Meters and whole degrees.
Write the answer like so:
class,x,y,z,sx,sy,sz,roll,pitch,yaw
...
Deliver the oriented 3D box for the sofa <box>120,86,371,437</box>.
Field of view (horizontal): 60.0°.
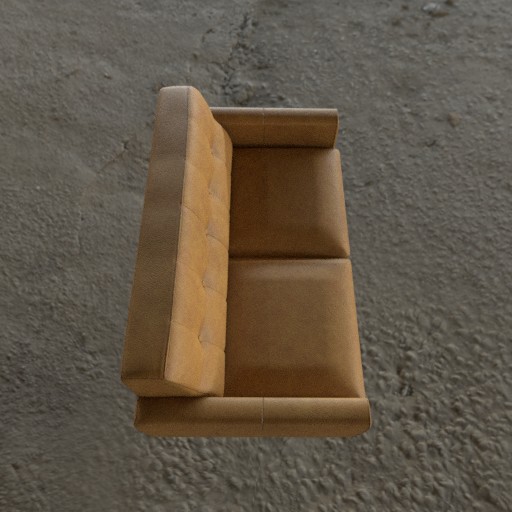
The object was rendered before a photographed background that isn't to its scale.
class,x,y,z,sx,sy,sz,roll,pitch,yaw
sofa,0.000,0.000,2.207,0.952,0.925,1.651,0,63,0
